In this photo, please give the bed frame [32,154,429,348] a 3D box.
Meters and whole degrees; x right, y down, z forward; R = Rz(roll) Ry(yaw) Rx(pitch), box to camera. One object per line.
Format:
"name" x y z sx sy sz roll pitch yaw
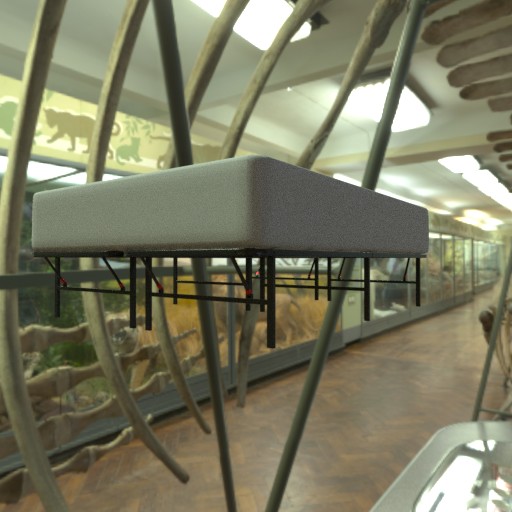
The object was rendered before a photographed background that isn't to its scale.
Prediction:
"bed frame" 0.000 0.000 2.716 1.528 0.677 2.037 0 -1 36
